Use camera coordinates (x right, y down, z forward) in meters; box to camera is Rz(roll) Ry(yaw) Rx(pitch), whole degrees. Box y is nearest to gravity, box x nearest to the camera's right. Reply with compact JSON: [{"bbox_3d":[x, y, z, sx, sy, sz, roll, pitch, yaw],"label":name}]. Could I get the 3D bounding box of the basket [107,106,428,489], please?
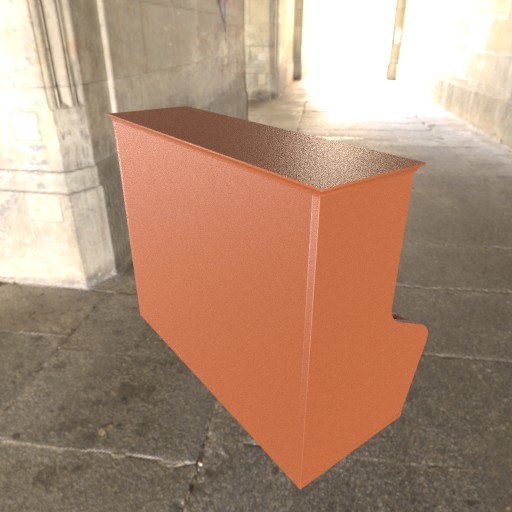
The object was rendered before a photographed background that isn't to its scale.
[{"bbox_3d":[0.000,0.000,1.111,0.376,0.625,0.792,-18,32,-32],"label":"basket"}]
